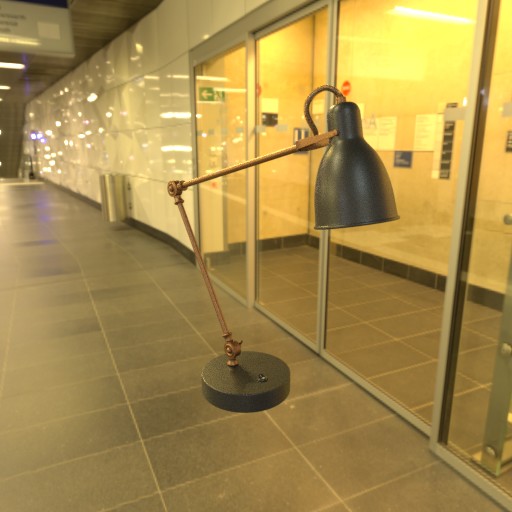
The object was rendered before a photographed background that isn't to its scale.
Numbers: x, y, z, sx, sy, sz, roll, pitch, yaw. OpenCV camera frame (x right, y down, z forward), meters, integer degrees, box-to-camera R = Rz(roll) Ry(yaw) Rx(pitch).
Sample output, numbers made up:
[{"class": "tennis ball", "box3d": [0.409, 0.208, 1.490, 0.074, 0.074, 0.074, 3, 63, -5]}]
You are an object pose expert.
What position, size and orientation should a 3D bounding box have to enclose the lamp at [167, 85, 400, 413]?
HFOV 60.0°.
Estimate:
[{"class": "lamp", "box3d": [0.000, 0.000, 0.851, 0.561, 0.587, 0.187, 13, 19, 43]}]
